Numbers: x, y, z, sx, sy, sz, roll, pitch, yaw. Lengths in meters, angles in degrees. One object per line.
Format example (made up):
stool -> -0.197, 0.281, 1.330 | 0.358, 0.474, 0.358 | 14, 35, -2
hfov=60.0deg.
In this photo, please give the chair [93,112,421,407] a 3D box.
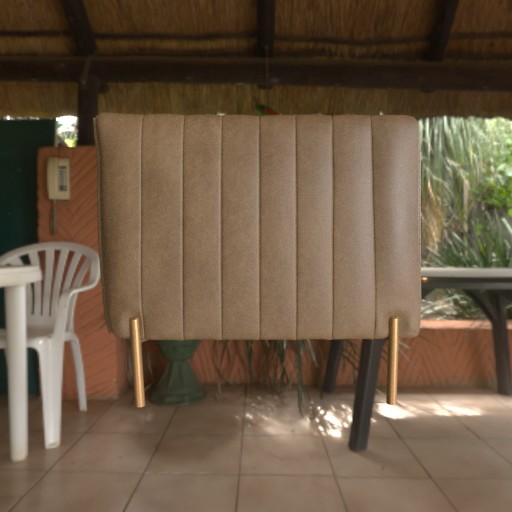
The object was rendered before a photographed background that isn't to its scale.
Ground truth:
chair -> 0.000, 0.000, 1.612 | 0.876, 0.779, 0.981 | 0, 0, -1
